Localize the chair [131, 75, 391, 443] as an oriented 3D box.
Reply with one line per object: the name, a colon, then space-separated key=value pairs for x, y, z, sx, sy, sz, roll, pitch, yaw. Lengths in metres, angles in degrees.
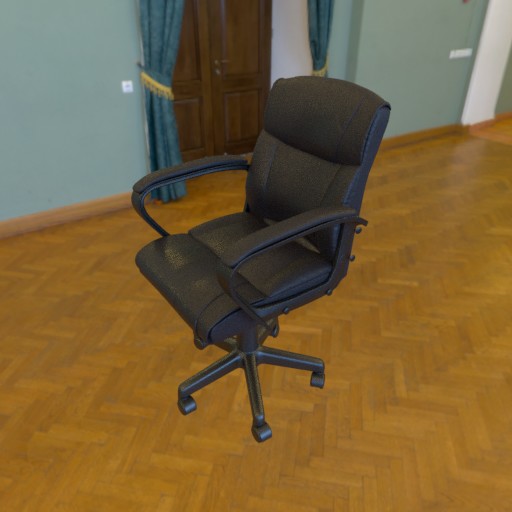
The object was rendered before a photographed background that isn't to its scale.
chair: x=0.000 y=0.000 z=1.399 sx=0.641 sy=0.998 sz=0.576 roll=-20 pitch=36 yaw=-30
